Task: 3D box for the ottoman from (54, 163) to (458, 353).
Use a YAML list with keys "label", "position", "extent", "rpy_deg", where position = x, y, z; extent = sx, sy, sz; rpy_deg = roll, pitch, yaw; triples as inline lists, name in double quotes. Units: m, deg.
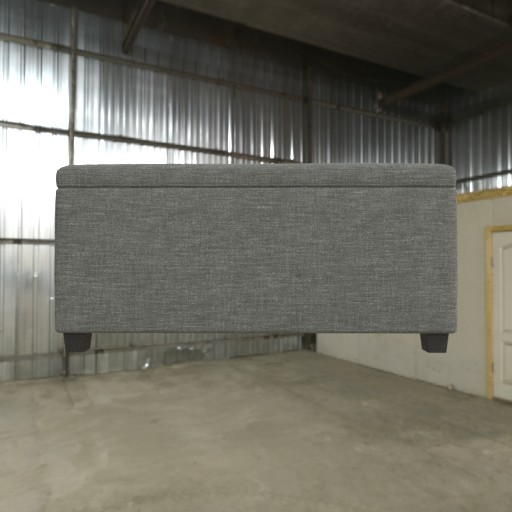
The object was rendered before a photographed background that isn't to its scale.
- label: "ottoman"
  position: [0.000, 0.000, 1.160]
  extent: [0.902, 0.432, 0.419]
  rpy_deg: [0, -1, 1]
